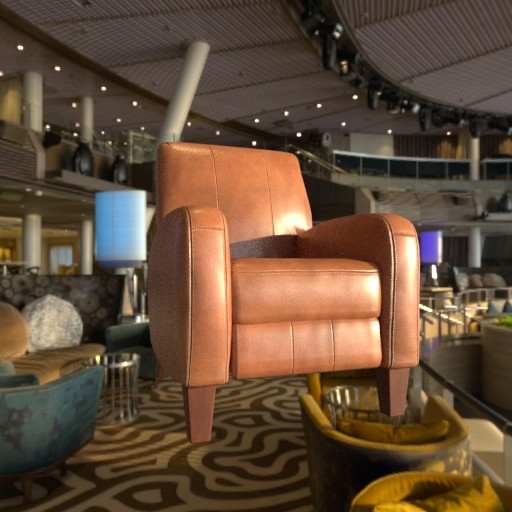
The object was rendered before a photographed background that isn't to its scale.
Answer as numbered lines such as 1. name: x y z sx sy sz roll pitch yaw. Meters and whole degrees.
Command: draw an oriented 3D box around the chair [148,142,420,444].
1. chair: 0.000 0.000 1.660 0.762 0.990 0.990 0 -1 -19
